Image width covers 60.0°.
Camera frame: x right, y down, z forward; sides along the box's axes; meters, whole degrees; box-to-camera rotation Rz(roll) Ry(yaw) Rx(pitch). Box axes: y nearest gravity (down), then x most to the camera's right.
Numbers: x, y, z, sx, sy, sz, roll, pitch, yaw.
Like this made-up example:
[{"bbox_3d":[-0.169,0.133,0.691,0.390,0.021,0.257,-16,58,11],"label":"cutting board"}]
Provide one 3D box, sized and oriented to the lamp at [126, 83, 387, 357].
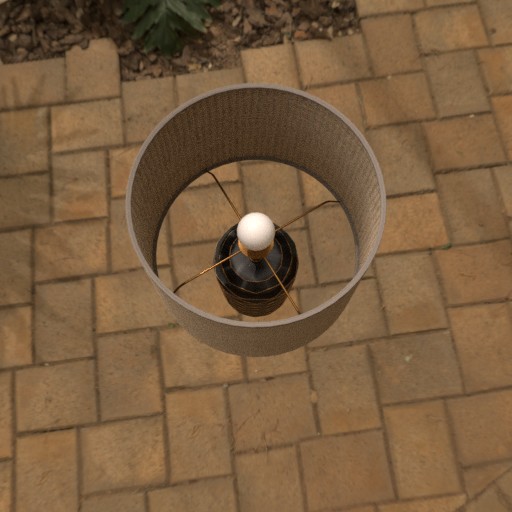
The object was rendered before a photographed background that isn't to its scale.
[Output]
[{"bbox_3d":[0.000,0.000,0.839,0.376,0.594,0.376,0,75,0],"label":"lamp"}]
